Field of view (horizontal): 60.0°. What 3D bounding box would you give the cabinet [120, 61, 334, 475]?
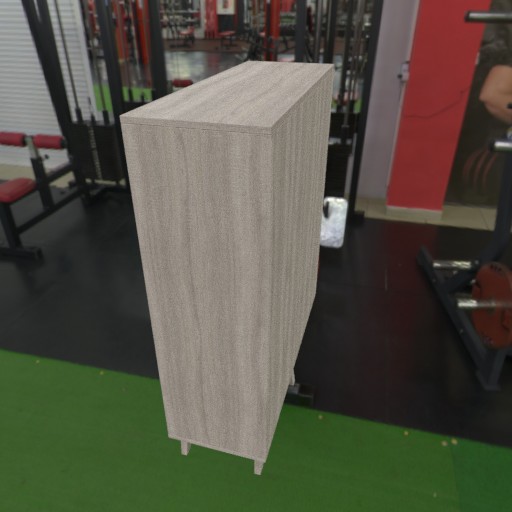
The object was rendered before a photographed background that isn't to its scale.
[{"bbox_3d":[0.000,0.000,1.884,0.398,1.388,1.111,8,32,14],"label":"cabinet"}]
